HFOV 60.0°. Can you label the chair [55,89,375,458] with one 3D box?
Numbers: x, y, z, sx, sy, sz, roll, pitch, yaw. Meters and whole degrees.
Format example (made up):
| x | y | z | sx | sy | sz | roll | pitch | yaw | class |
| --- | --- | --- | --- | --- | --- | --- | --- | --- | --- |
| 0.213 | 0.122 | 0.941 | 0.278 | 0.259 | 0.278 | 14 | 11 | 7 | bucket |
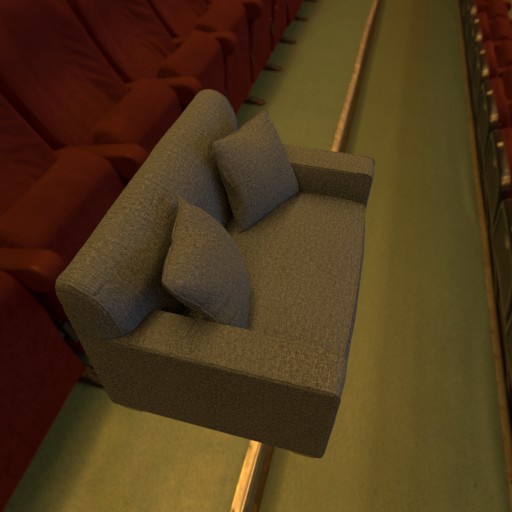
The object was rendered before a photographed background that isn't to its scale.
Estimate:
| x | y | z | sx | sy | sz | roll | pitch | yaw | class |
| --- | --- | --- | --- | --- | --- | --- | --- | --- | --- |
| 0.000 | 0.000 | 2.060 | 1.000 | 0.948 | 1.383 | 11 | 48 | 10 | chair |
